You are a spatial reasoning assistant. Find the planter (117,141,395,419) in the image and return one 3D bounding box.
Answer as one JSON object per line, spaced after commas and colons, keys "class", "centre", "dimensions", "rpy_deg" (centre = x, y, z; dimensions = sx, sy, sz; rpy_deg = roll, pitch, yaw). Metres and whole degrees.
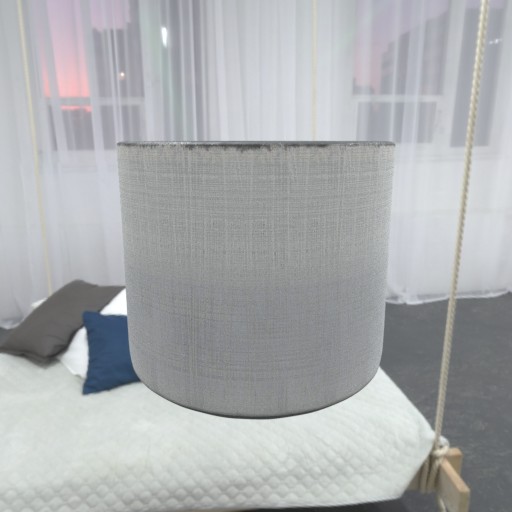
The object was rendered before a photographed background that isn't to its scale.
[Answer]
{"class": "planter", "centre": [0.000, 0.000, 0.440], "dimensions": [0.254, 0.221, 0.254], "rpy_deg": [0, 15, 0]}
